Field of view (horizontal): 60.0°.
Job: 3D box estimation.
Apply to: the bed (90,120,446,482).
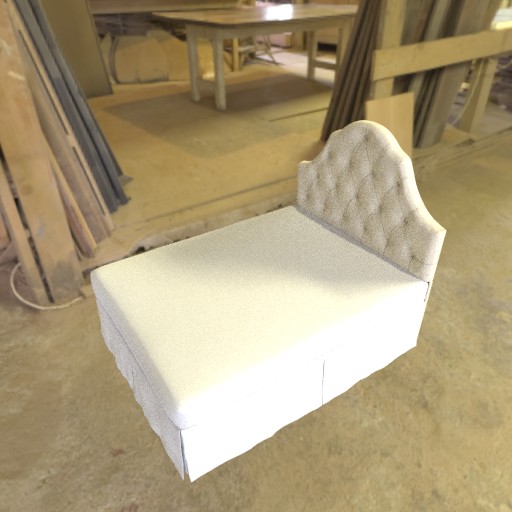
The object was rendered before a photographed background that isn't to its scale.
[{"bbox_3d":[0.000,0.000,3.174,2.092,1.575,1.627,-20,39,-28],"label":"bed"}]
